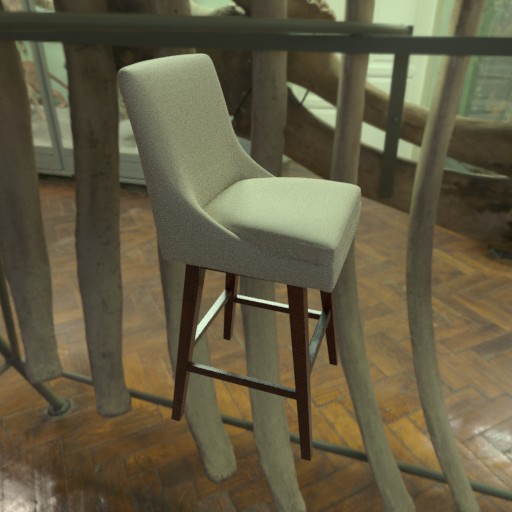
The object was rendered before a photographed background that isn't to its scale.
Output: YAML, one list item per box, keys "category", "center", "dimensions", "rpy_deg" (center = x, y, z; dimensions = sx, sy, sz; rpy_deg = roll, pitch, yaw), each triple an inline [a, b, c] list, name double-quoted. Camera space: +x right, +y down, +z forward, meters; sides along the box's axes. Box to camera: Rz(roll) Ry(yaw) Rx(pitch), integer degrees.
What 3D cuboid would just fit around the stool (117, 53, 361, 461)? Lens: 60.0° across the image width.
- category: "stool"
  center: [0.000, 0.000, 1.354]
  dimensions: [0.559, 1.097, 0.470]
  rpy_deg: [10, 30, 17]
